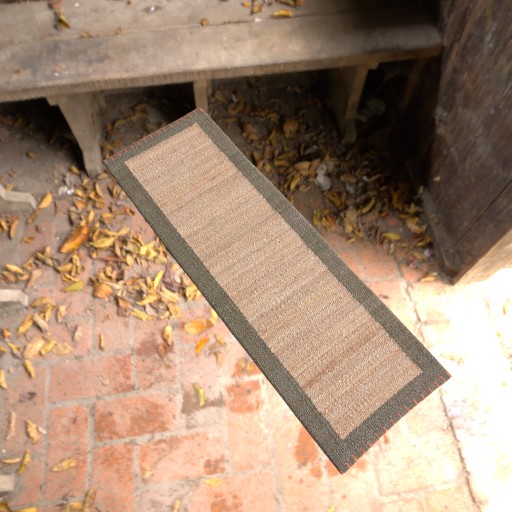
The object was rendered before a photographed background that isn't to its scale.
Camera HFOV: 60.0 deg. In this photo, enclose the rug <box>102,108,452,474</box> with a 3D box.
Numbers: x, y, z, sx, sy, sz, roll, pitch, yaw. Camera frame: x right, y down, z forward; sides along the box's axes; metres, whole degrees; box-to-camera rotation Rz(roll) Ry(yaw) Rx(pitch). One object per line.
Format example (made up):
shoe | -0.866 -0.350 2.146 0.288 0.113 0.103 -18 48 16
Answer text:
rug | 0.000 0.000 2.688 0.810 0.016 2.413 -34 69 -15
